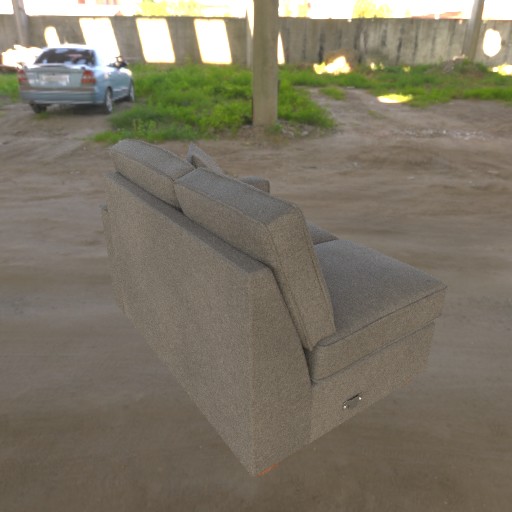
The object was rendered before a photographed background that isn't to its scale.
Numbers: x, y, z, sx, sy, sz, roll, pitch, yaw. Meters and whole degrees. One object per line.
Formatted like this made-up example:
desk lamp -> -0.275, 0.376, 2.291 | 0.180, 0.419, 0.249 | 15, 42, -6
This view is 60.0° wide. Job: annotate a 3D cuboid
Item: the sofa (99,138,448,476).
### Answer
sofa -> 0.000, 0.000, 2.038 | 0.991, 0.989, 1.388 | -17, 30, -31
